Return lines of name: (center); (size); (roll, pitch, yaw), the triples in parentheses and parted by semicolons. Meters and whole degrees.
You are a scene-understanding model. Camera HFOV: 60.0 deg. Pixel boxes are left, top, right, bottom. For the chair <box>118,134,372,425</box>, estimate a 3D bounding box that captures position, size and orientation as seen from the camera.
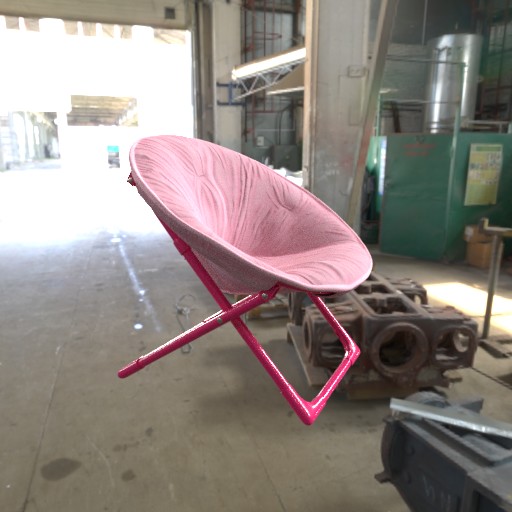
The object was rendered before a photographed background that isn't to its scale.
chair: (0.000, 0.000, 0.916); (0.459, 0.494, 0.522); (7, 15, 27)
